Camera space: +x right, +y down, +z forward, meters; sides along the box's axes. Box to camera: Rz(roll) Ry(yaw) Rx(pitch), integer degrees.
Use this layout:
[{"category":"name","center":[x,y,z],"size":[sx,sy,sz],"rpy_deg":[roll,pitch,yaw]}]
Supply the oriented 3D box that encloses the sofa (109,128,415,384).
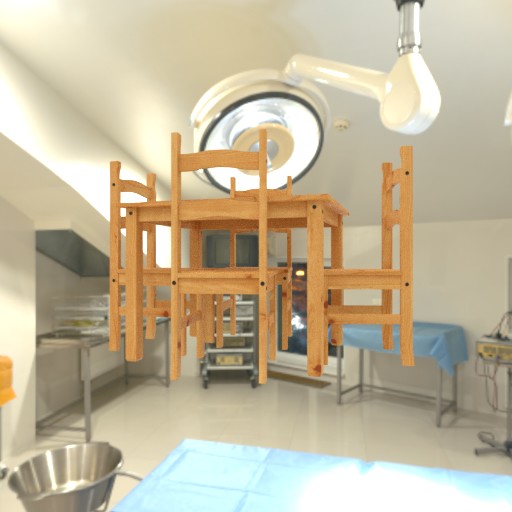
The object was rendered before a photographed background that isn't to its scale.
[{"category":"sofa","center":[0.000,0.000,2.273],"size":[1.529,1.000,1.144],"rpy_deg":[0,0,18]}]
